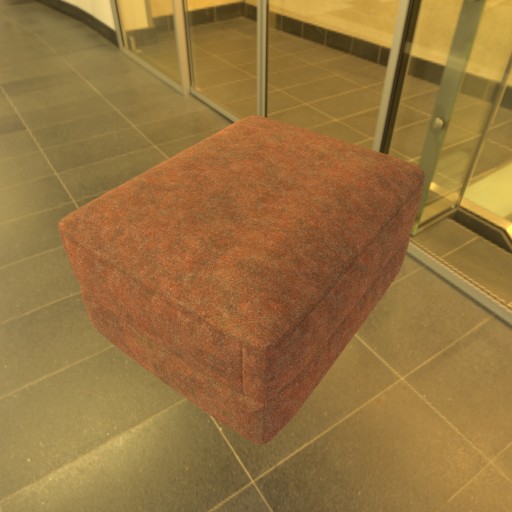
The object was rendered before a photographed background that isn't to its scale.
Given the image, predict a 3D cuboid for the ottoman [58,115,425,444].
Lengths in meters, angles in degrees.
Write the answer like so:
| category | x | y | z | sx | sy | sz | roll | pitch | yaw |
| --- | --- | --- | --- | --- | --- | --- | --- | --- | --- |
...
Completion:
| category | x | y | z | sx | sy | sz | roll | pitch | yaw |
| --- | --- | --- | --- | --- | --- | --- | --- | --- | --- |
| ottoman | 0.000 | 0.000 | 1.189 | 0.635 | 0.508 | 0.787 | 26 | 47 | 27 |
